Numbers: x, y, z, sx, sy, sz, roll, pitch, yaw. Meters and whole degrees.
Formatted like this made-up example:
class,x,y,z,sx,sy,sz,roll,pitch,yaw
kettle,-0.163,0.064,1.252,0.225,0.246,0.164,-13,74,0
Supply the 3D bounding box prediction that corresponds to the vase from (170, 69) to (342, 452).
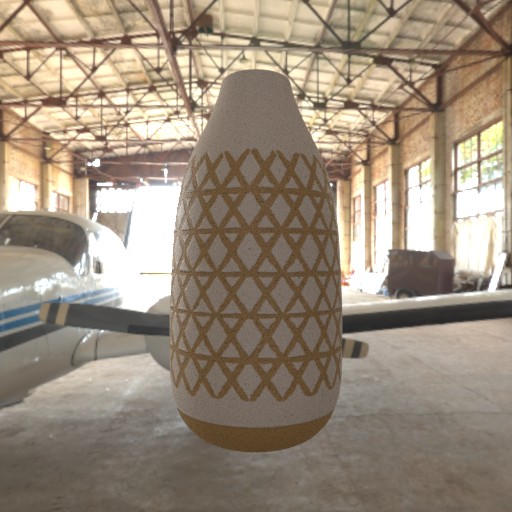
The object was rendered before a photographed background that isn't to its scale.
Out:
class,x,y,z,sx,sy,sz,roll,pitch,yaw
vase,0.000,0.000,0.486,0.186,0.380,0.186,0,0,0
